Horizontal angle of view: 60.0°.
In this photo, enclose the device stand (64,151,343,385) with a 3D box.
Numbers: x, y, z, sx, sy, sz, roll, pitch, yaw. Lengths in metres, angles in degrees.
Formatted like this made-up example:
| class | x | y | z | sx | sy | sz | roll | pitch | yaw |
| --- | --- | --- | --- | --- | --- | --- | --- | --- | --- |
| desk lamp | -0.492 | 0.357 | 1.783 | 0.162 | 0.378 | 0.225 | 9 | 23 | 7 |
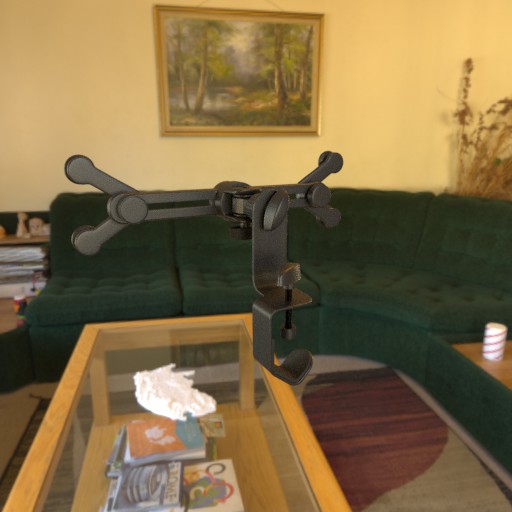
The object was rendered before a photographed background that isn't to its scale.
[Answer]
| class | x | y | z | sx | sy | sz | roll | pitch | yaw |
| --- | --- | --- | --- | --- | --- | --- | --- | --- | --- |
| device stand | 0.000 | 0.000 | 0.371 | 0.270 | 0.166 | 0.142 | -8 | 17 | -27 |
